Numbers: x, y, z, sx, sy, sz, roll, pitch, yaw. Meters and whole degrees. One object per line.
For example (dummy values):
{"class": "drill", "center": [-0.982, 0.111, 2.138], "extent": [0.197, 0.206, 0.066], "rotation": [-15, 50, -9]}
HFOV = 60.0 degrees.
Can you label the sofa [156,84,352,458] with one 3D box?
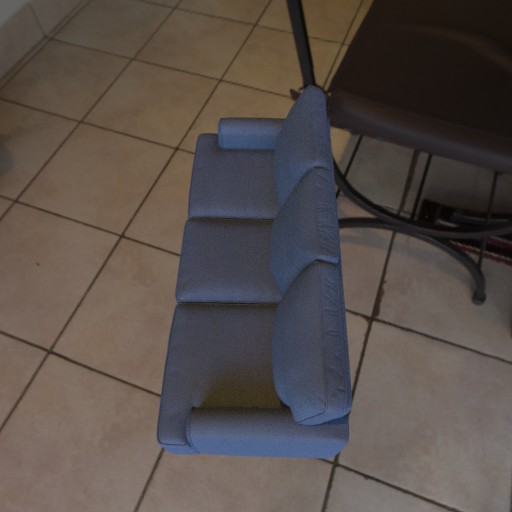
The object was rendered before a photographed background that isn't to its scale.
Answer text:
{"class": "sofa", "center": [0.000, 0.000, 2.682], "extent": [0.951, 0.965, 2.158], "rotation": [1, 59, 1]}
